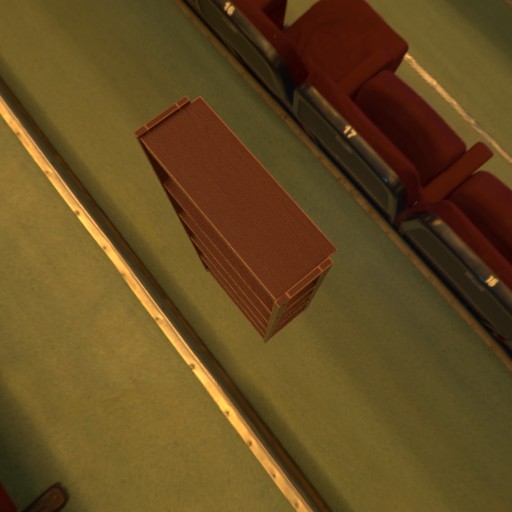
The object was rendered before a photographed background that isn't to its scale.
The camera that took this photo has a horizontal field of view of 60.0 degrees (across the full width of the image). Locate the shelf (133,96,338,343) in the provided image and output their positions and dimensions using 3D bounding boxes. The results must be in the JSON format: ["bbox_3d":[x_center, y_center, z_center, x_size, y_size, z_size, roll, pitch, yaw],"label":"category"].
[{"bbox_3d":[0.000,0.000,2.167,0.381,1.892,0.660,-39,79,-9],"label":"shelf"}]
